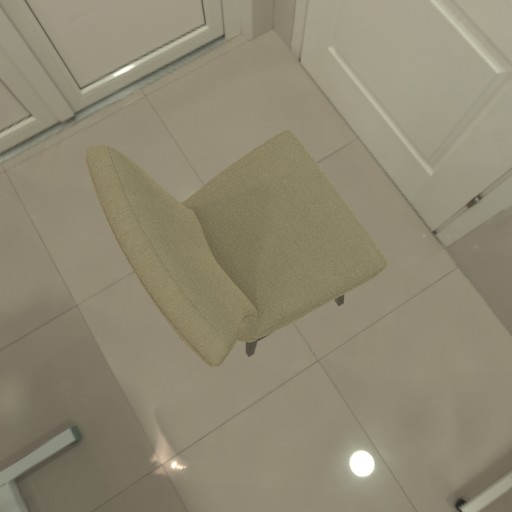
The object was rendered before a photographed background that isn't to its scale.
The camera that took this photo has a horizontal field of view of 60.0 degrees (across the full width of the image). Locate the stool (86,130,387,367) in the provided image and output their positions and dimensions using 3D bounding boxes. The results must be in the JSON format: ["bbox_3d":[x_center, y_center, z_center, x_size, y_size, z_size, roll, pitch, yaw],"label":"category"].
[{"bbox_3d":[0.000,0.000,1.382,0.574,1.086,0.514,-32,77,-8],"label":"stool"}]
